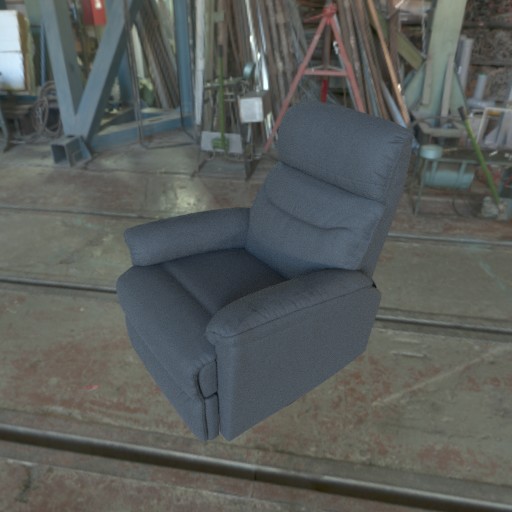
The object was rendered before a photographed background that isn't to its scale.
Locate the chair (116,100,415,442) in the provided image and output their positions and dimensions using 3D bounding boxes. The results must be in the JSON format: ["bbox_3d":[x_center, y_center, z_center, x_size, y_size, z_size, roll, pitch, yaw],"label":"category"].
[{"bbox_3d":[0.000,0.000,1.761,1.004,1.037,0.820,-20,36,-30],"label":"chair"}]
